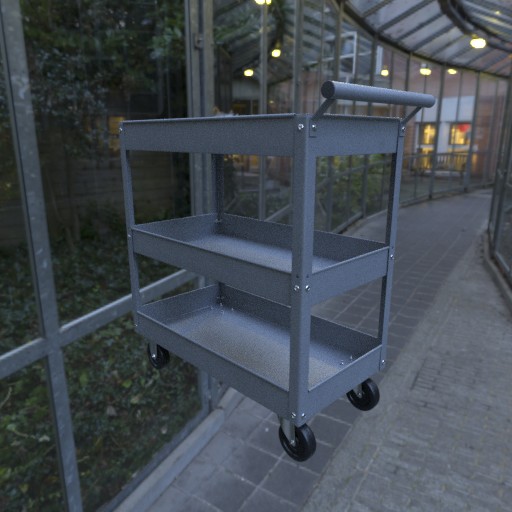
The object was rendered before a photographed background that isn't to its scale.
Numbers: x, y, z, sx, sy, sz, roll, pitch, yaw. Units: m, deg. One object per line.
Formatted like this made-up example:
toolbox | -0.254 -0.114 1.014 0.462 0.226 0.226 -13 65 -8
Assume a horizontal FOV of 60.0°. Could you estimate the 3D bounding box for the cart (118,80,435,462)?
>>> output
cart | 0.000 0.000 1.166 0.366 0.780 0.719 -15 21 -43
